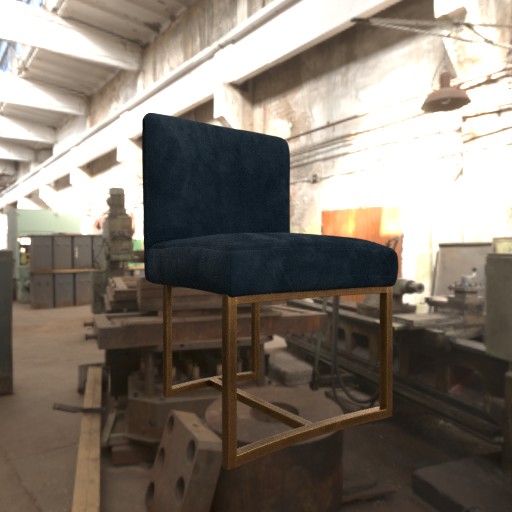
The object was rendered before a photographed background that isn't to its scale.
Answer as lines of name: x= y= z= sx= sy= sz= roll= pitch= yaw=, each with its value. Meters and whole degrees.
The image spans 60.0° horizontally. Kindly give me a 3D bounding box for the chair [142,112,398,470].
chair: x=0.000 y=0.000 z=1.206 sx=0.530 sy=0.824 sz=0.560 roll=0 pitch=0 yaw=-35
